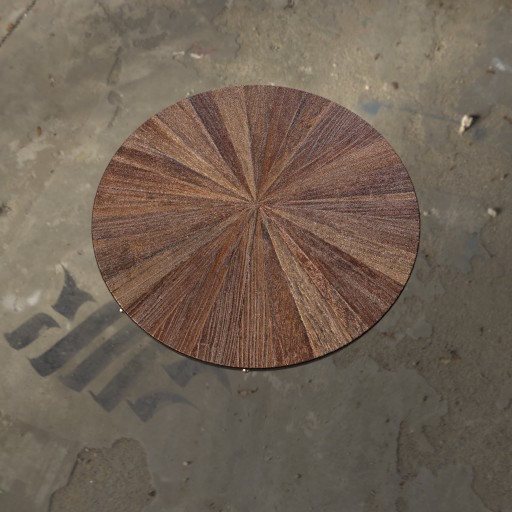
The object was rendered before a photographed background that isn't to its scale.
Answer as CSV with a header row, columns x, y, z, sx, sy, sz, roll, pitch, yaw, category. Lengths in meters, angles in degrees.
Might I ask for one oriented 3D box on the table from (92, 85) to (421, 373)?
x,y,z,sx,sy,sz,roll,pitch,yaw,category
0.000,0.000,1.500,0.885,0.658,0.885,0,65,0,table
